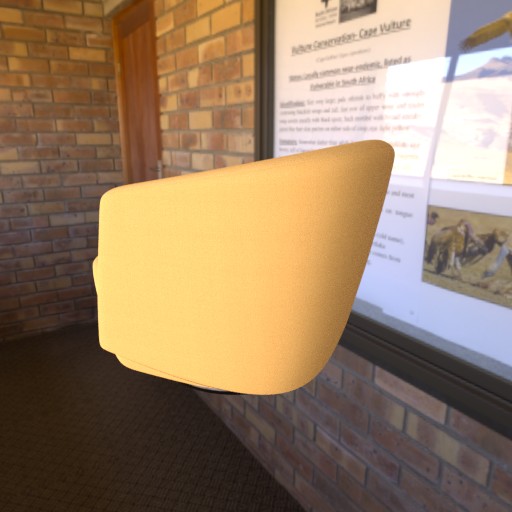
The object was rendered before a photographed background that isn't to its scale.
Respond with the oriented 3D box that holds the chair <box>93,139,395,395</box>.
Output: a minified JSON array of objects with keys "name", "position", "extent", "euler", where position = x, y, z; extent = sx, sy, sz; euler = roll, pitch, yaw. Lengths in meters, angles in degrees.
[{"name":"chair","position":[0.000,0.000,1.371],"extent":[0.767,0.698,0.773],"euler":[7,17,24]}]
